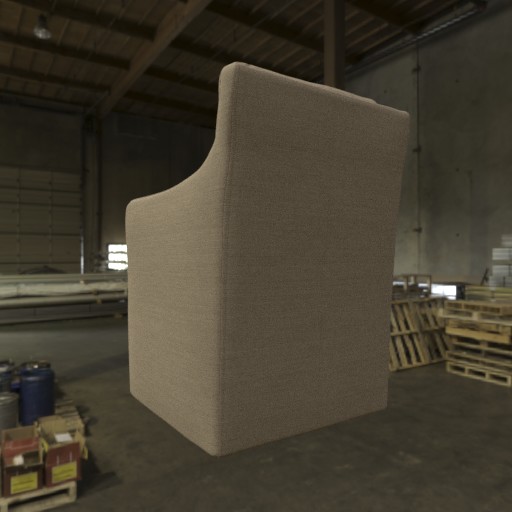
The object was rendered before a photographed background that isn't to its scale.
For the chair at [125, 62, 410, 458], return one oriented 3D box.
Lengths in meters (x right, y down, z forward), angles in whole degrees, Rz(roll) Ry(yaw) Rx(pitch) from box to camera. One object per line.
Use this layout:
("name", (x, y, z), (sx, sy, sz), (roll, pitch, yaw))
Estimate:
("chair", (0.000, 0.000, 1.355), (0.626, 0.914, 0.694), (0, 0, -34))
